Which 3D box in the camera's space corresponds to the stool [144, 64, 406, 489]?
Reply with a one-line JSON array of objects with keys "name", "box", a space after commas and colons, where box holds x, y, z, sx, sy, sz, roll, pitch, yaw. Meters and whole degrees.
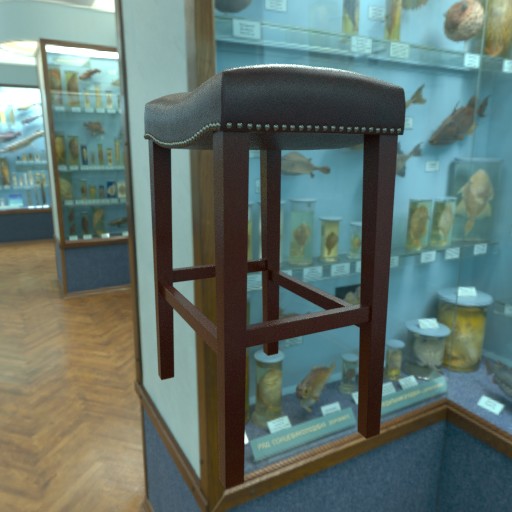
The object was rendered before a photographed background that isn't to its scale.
[{"name": "stool", "box": [0.000, 0.000, 1.011, 0.372, 0.742, 0.504, -6, 15, -26]}]
